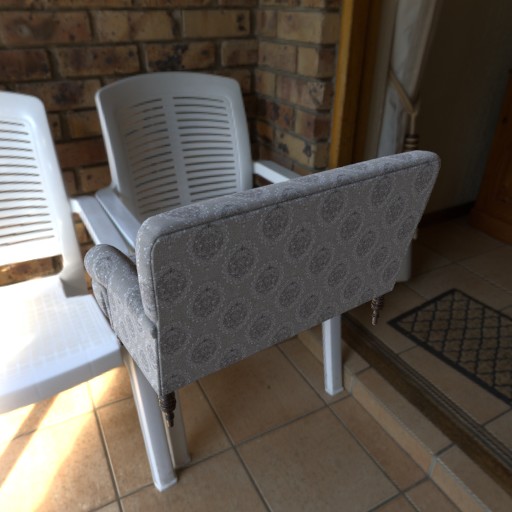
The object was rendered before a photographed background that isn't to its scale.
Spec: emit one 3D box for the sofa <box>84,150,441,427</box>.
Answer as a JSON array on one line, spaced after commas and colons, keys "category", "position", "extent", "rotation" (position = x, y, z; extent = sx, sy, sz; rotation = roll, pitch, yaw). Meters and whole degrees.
[{"category": "sofa", "position": [0.000, 0.000, 1.861], "extent": [1.297, 0.889, 0.779], "rotation": [-19, 35, -29]}]
